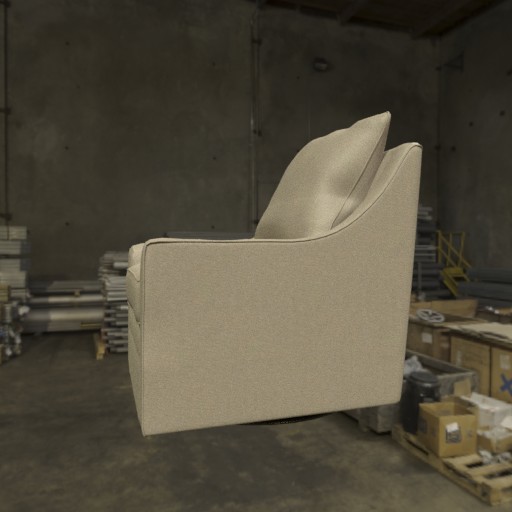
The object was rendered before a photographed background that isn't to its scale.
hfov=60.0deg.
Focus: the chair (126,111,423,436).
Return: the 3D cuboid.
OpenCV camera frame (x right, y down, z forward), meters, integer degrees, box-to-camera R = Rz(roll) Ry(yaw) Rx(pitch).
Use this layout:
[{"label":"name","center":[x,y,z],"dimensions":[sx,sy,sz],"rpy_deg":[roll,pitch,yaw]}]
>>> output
[{"label":"chair","center":[0.000,0.000,1.585],"dimensions":[0.876,0.942,0.760],"rpy_deg":[0,1,-19]}]
